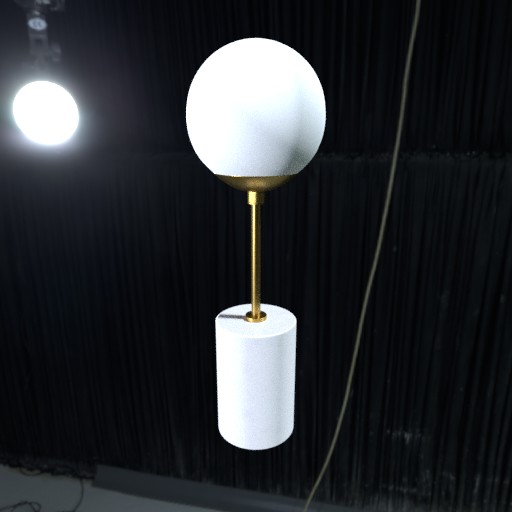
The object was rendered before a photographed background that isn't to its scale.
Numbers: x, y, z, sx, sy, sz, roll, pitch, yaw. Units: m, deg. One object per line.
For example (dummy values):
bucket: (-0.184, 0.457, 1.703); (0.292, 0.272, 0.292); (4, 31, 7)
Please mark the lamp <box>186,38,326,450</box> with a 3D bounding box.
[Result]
lamp: (0.000, 0.000, 0.539); (0.153, 0.480, 0.153); (0, 16, 0)
